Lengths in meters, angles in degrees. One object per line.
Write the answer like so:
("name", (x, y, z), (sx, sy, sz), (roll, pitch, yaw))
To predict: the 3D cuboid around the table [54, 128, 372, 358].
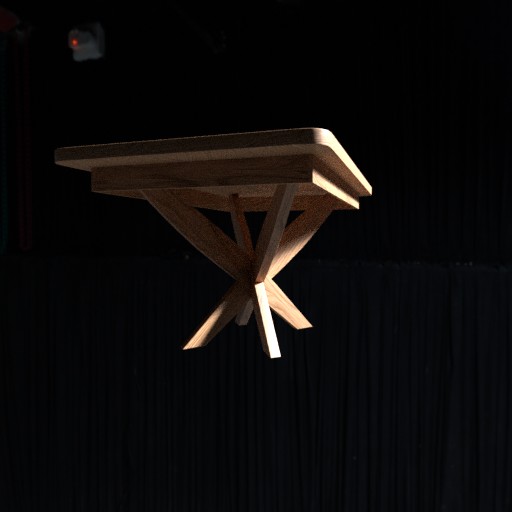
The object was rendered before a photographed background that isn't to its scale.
("table", (0.000, 0.000, 2.112), (0.950, 0.770, 1.600), (1, 2, 19))
